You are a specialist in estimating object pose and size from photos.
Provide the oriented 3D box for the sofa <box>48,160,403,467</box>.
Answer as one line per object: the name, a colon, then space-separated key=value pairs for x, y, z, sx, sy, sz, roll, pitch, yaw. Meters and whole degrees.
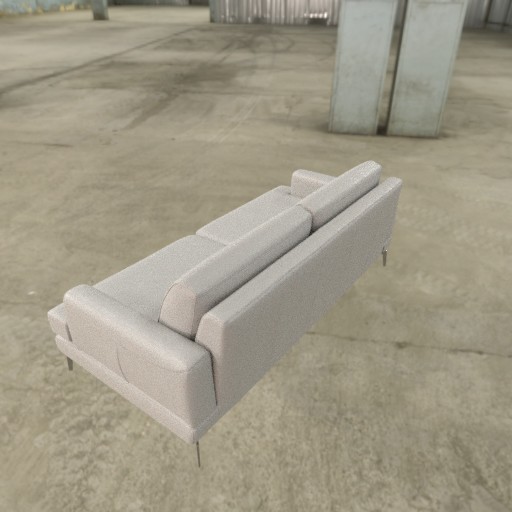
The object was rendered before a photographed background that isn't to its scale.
sofa: x=0.000 y=0.000 z=2.427 sx=0.974 sy=0.765 sz=1.940 roll=21 pitch=37 yaw=31
